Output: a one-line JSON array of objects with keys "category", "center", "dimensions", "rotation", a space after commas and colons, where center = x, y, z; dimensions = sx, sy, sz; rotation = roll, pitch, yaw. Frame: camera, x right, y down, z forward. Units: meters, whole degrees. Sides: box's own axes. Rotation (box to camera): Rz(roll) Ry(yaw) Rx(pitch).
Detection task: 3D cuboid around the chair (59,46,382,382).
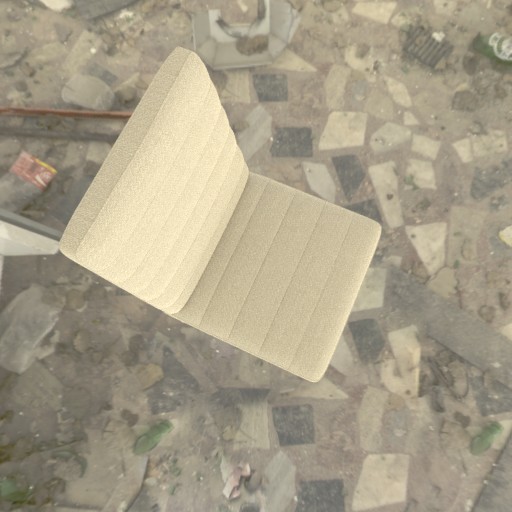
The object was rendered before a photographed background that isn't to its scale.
[{"category": "chair", "center": [0.000, 0.000, 1.304], "dimensions": [0.634, 0.930, 0.520], "rotation": [24, 77, 6]}]
